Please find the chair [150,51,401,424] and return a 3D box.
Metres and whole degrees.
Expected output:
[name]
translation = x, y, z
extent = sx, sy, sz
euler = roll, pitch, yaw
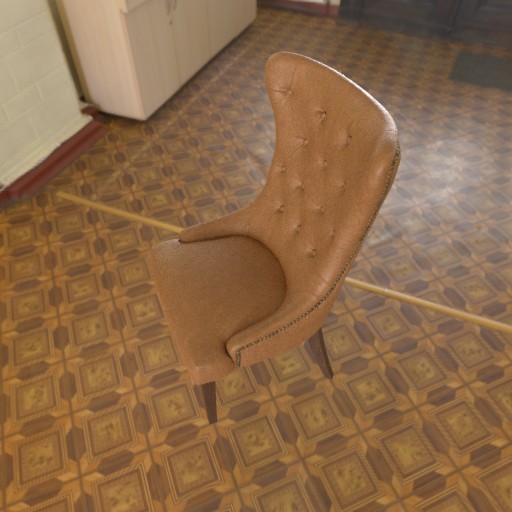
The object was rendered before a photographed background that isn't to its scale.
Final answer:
[chair]
translation = 0.000, 0.000, 1.470
extent = 0.669, 1.065, 0.611
euler = -17, 49, -16
